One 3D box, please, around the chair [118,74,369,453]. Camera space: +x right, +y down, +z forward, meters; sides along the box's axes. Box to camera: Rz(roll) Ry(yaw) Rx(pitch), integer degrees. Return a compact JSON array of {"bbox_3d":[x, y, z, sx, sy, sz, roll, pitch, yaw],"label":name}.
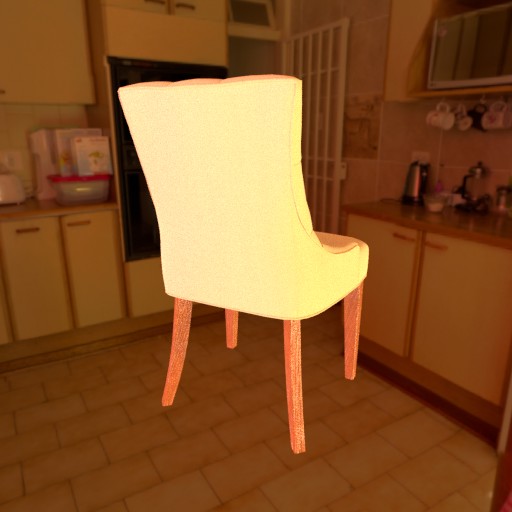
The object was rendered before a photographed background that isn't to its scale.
[{"bbox_3d":[0.000,0.000,1.229,0.509,0.874,0.565,8,18,27],"label":"chair"}]
